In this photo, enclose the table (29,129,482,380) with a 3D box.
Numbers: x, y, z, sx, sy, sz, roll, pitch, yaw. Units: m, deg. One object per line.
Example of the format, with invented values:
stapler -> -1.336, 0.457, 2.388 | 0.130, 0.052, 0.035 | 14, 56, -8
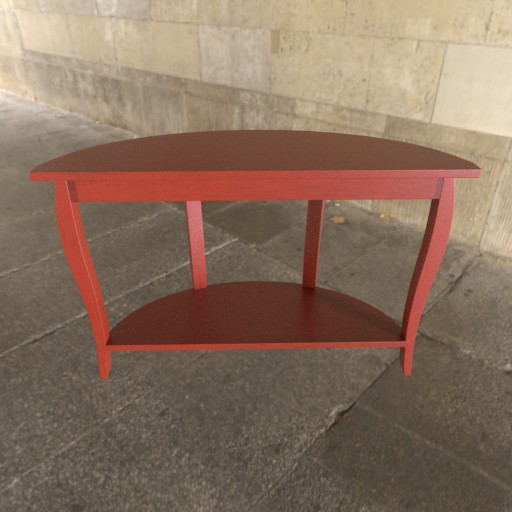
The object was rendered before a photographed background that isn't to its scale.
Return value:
table -> 0.000, 0.000, 1.564 | 1.219, 0.779, 0.405 | -1, 31, -1
